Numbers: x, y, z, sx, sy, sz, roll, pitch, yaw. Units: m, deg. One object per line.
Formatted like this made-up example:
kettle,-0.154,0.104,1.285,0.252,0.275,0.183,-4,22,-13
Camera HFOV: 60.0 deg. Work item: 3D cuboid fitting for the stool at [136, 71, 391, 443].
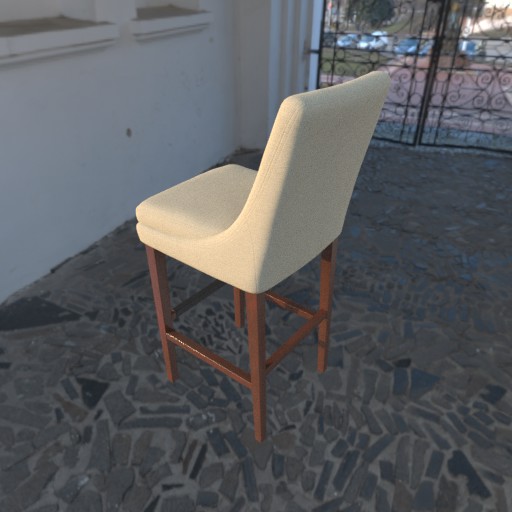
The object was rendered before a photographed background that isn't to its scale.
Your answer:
stool,0.000,0.000,1.380,0.577,1.078,0.470,22,38,32
